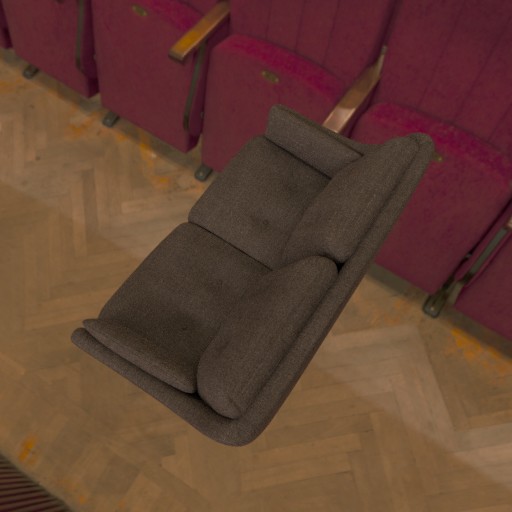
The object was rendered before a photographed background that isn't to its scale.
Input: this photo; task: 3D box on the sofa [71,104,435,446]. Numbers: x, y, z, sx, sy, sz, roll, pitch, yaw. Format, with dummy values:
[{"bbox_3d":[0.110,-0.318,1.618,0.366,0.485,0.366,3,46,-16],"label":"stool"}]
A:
[{"bbox_3d":[0.000,0.000,2.184,0.976,0.887,1.646,32,69,14],"label":"sofa"}]
